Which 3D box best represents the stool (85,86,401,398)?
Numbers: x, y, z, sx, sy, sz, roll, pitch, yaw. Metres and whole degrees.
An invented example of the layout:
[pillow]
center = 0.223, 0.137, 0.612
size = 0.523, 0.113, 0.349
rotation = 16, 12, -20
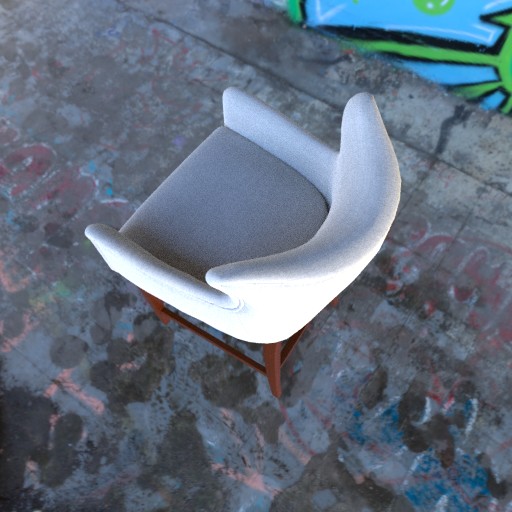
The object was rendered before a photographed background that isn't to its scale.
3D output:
[stool]
center = 0.000, 0.000, 1.374
size = 0.637, 0.987, 0.615
rotation = 32, 68, 15
